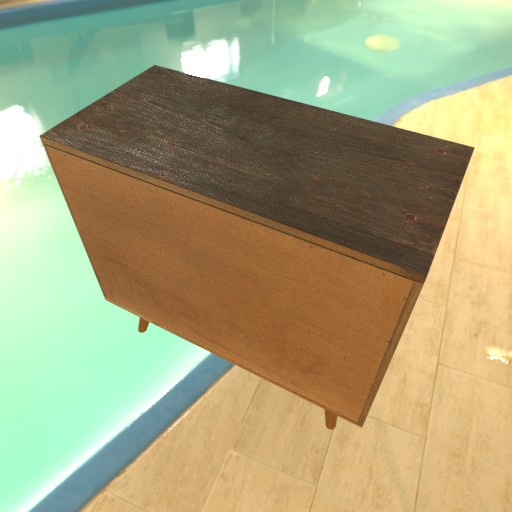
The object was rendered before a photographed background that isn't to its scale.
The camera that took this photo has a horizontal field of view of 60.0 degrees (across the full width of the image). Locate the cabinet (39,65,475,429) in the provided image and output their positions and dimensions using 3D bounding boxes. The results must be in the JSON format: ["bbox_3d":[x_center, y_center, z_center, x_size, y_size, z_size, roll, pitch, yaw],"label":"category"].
[{"bbox_3d":[0.000,0.000,1.489,1.023,0.897,0.529,22,50,19],"label":"cabinet"}]
